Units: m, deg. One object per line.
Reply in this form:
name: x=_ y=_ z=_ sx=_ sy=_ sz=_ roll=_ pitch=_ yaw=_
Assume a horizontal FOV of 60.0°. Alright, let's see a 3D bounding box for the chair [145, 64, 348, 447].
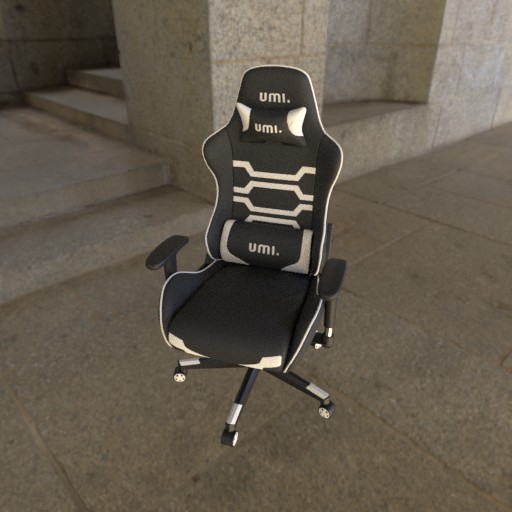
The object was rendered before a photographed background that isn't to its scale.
chair: x=0.000 y=0.000 z=1.603 sx=0.700 sy=1.240 sz=0.700 roll=9 pitch=30 yaw=16
